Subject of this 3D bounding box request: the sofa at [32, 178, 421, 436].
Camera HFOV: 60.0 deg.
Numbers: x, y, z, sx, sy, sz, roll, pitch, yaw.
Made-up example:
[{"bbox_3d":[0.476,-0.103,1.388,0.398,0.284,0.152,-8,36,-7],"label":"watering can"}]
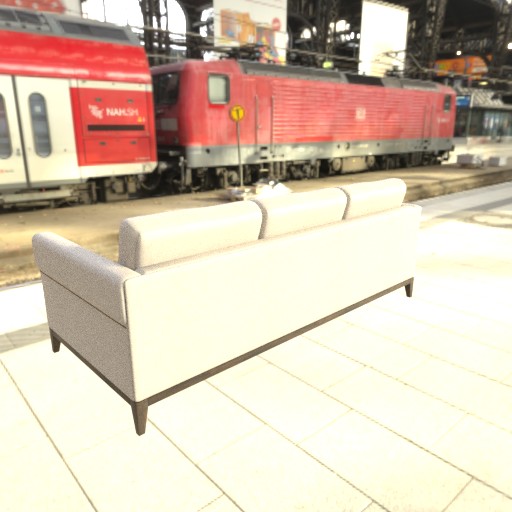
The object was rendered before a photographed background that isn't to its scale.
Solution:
[{"bbox_3d":[0.000,0.000,2.673,2.210,0.838,0.959,-15,22,-41],"label":"sofa"}]
